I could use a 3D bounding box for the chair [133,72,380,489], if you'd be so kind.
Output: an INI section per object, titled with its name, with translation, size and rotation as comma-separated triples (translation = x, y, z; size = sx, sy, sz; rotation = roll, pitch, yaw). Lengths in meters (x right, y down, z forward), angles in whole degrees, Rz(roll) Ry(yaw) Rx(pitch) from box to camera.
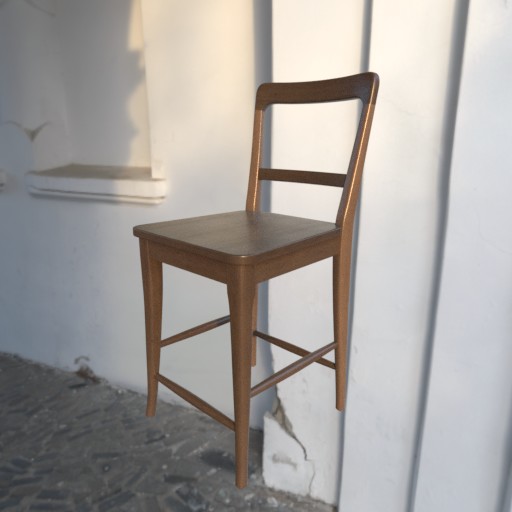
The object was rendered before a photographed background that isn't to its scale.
[chair]
translation = 0.000, 0.000, 1.268
size = 0.450, 0.991, 0.546
rotation = 15, 21, 42
